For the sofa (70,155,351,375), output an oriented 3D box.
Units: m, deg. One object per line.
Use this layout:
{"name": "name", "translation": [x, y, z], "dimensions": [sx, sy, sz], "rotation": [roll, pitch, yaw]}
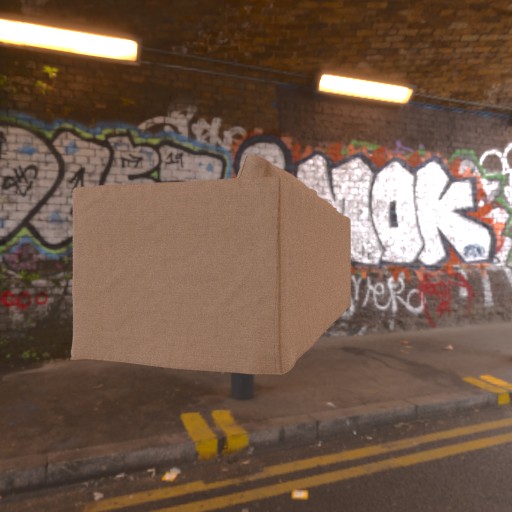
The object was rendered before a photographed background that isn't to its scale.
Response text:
{"name": "sofa", "translation": [0.000, 0.000, 2.790], "dimensions": [0.956, 0.847, 2.296], "rotation": [0, 1, 18]}
